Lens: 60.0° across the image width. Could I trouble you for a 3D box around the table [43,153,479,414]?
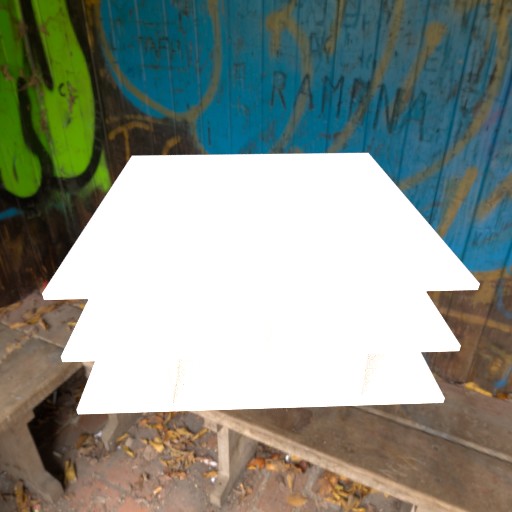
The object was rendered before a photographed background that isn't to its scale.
[{"bbox_3d":[0.000,0.000,1.083,0.700,0.289,0.700,-1,30,-2],"label":"table"}]
